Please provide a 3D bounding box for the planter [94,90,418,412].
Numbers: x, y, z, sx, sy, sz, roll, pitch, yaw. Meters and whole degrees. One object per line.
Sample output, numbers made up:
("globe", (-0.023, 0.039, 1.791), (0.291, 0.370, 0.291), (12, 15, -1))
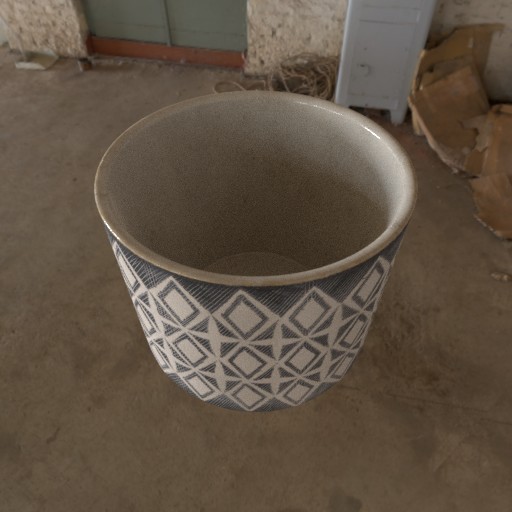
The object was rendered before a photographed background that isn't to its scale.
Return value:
("planter", (0.000, 0.000, 0.331), (0.192, 0.165, 0.192), (0, 47, 0))
